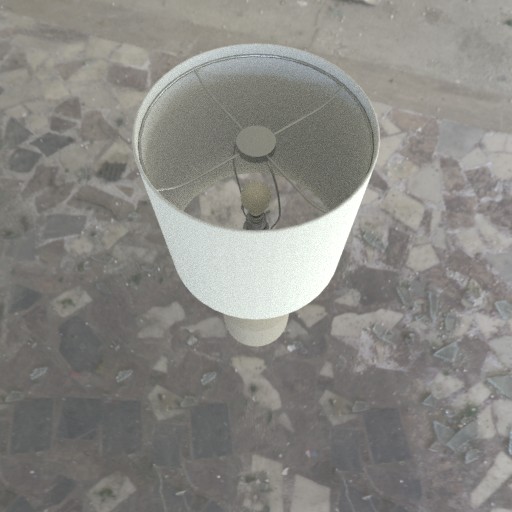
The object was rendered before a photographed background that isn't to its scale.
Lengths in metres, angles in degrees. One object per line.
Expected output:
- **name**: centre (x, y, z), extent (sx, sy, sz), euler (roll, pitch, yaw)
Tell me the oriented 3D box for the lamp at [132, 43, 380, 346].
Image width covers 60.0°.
- **lamp**: centre (0.000, 0.000, 0.600), extent (0.212, 0.493, 0.212), euler (-33, 68, -15)
